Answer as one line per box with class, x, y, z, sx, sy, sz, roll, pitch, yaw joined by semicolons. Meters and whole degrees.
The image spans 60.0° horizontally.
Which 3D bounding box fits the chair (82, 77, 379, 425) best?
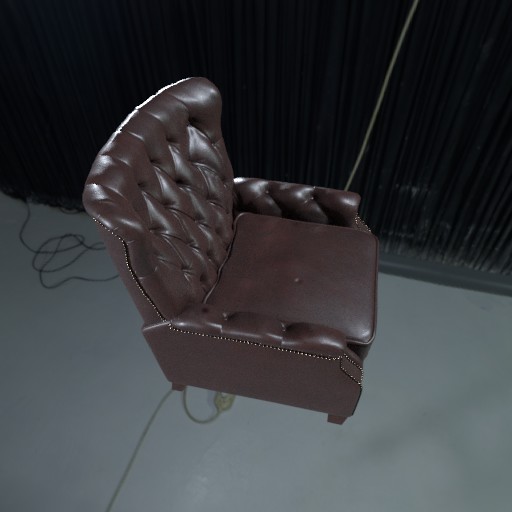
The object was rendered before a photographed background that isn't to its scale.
chair;0.000;0.000;1.480;0.823;0.864;0.709;9;48;8
